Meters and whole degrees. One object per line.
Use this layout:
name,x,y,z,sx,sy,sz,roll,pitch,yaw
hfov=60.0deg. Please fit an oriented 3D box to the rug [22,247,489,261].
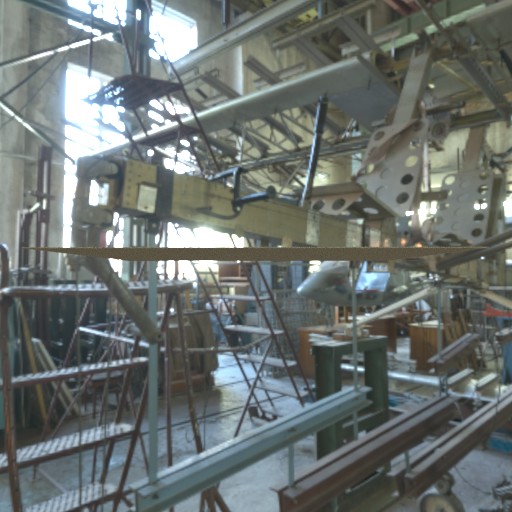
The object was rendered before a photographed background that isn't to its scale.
rug,0.000,0.000,4.251,3.197,0.006,2.438,0,-3,1
